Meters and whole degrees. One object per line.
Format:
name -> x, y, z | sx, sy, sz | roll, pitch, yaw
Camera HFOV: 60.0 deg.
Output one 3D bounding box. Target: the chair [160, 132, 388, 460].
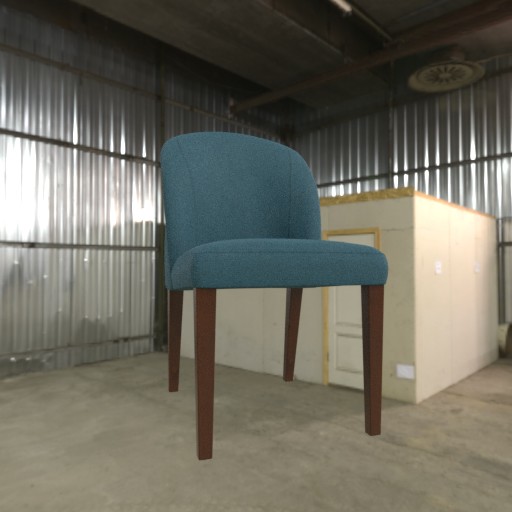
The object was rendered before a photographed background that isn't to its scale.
chair -> 0.000, 0.000, 1.280 | 0.507, 0.879, 0.620 | 0, -1, -18
